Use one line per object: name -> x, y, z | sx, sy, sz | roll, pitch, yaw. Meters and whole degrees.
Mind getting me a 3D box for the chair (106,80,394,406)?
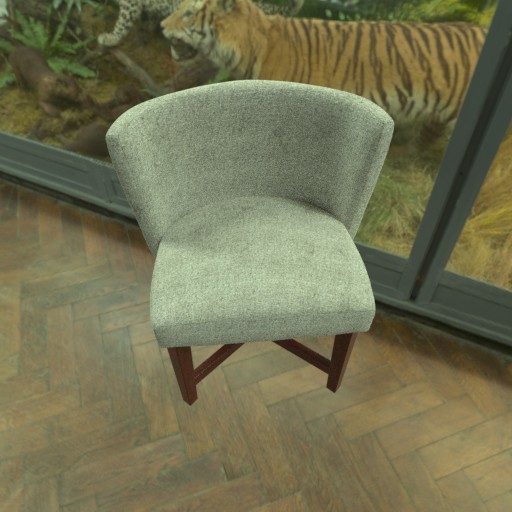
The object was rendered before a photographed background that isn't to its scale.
chair -> 0.000, 0.000, 1.320 | 0.728, 0.827, 0.575 | -4, 46, -4
